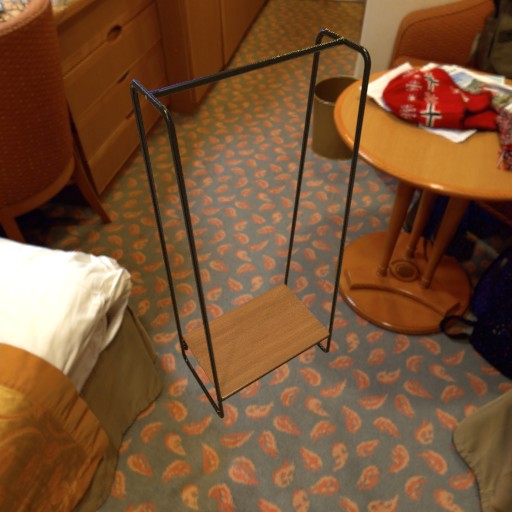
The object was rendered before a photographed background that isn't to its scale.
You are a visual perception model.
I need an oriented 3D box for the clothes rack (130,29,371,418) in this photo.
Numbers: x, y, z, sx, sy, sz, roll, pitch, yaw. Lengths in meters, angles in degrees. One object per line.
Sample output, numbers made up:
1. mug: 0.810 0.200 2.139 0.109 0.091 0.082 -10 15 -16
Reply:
1. clothes rack: 0.000 0.000 1.726 0.640 1.500 0.400 -26 52 -22
